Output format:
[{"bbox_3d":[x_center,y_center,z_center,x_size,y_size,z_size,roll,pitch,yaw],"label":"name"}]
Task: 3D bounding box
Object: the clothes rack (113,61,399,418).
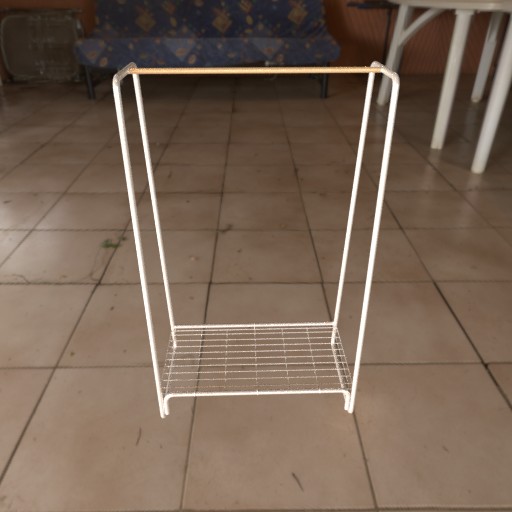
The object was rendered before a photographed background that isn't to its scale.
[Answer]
[{"bbox_3d":[0.000,0.000,1.892,0.900,1.500,0.495,-1,32,-2],"label":"clothes rack"}]
